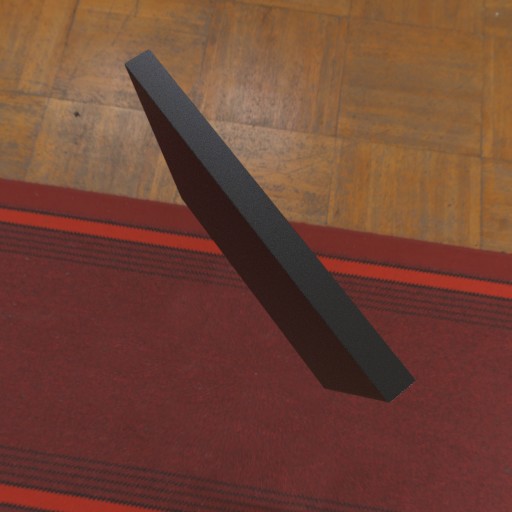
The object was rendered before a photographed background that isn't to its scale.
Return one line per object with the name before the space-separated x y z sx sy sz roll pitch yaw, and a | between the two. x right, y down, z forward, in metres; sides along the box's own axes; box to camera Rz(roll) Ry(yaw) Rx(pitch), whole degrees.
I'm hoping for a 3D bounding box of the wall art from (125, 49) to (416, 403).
wall art | 0.000 0.000 0.541 0.028 0.330 0.380 -36 78 -9
